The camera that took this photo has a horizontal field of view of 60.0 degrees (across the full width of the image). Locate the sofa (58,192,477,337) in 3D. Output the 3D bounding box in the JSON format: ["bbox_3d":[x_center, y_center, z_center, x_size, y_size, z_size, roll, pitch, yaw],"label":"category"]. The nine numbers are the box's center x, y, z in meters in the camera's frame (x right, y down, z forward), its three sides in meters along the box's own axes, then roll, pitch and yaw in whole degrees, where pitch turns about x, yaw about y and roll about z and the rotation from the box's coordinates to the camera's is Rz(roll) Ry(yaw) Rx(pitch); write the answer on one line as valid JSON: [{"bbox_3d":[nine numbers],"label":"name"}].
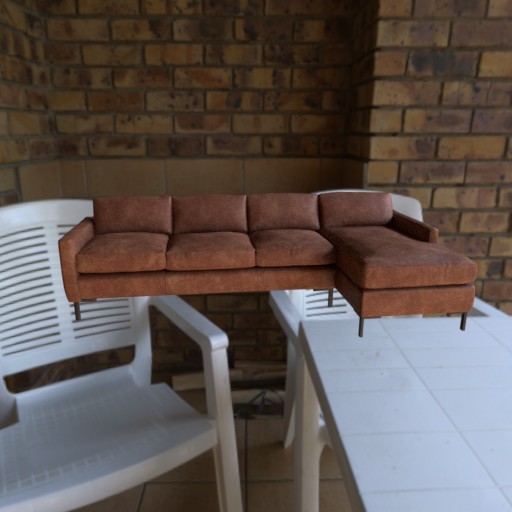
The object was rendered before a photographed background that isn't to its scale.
[{"bbox_3d":[0.000,0.000,3.617,2.993,0.859,1.471,-2,16,-7],"label":"sofa"}]
